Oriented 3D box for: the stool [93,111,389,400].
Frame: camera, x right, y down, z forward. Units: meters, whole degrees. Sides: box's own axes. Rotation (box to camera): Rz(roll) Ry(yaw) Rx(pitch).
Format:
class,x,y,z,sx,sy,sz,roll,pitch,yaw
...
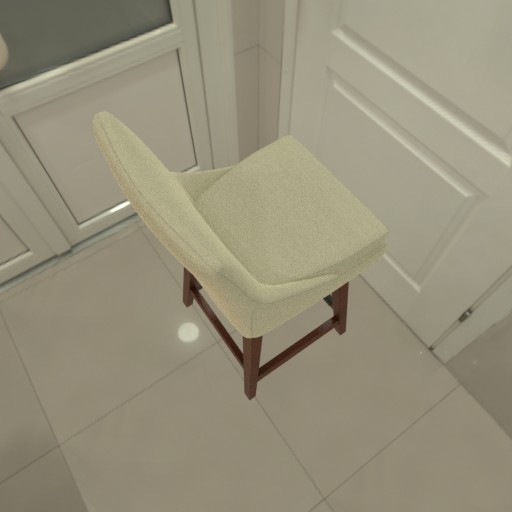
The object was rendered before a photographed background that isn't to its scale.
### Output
class,x,y,z,sx,sy,sz,roll,pitch,yaw
stool,0.000,0.000,1.287,0.559,0.991,0.469,-31,64,-17
